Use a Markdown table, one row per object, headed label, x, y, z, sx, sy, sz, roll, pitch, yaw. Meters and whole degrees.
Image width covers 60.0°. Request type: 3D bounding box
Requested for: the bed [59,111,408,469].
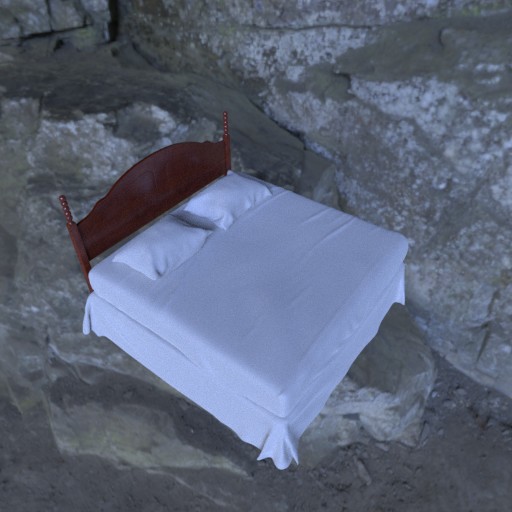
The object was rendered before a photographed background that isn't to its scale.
| label | x | y | z | sx | sy | sz | roll | pitch | yaw |
| --- | --- | --- | --- | --- | --- | --- | --- | --- | --- |
| bed | 0.000 | 0.000 | 3.752 | 2.219 | 1.355 | 2.322 | 26 | 47 | 27 |
